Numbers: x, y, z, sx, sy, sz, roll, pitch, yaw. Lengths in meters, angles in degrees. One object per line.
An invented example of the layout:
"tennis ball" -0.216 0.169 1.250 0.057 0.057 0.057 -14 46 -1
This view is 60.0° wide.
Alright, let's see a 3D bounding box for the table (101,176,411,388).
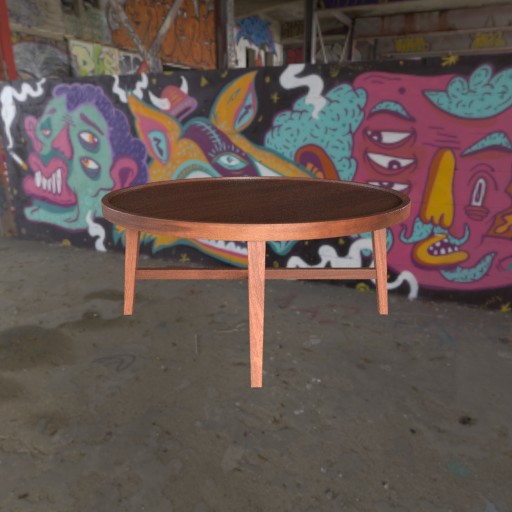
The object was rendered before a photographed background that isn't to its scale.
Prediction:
"table" 0.000 0.000 1.257 0.800 0.360 0.800 0 17 0
